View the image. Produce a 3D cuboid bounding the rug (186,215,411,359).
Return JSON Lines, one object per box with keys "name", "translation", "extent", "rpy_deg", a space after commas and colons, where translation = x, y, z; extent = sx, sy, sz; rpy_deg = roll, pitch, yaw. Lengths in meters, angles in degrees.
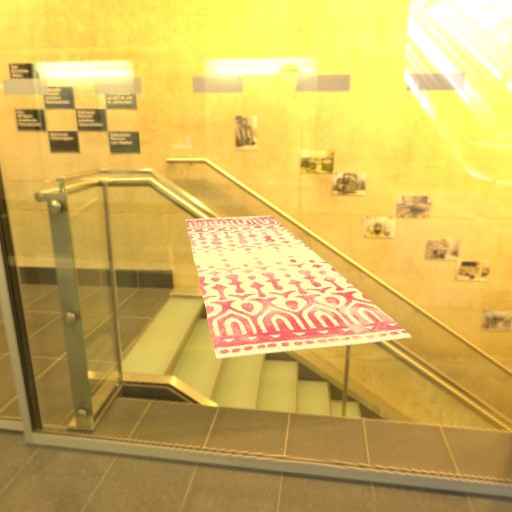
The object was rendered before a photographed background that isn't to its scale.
{"name": "rug", "translation": [0.000, 0.000, 2.811], "extent": [0.787, 0.011, 2.458], "rpy_deg": [-3, 17, -11]}
